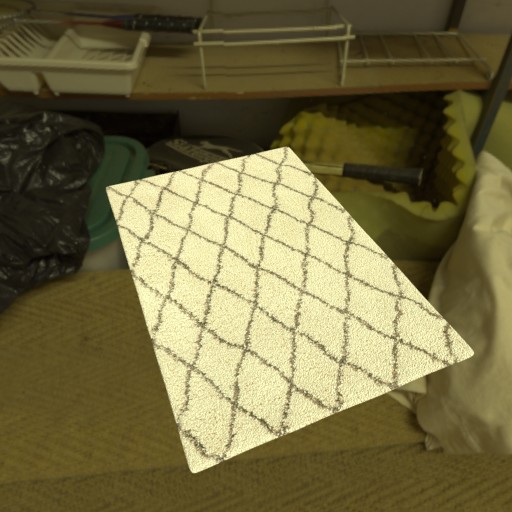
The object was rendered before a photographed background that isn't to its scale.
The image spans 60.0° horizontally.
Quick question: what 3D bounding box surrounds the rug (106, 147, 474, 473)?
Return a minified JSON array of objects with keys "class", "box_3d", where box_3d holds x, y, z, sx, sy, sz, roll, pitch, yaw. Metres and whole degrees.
[{"class":"rug","box_3d":[0.000,0.000,2.249,1.219,0.030,1.778,-16,47,-16]}]
